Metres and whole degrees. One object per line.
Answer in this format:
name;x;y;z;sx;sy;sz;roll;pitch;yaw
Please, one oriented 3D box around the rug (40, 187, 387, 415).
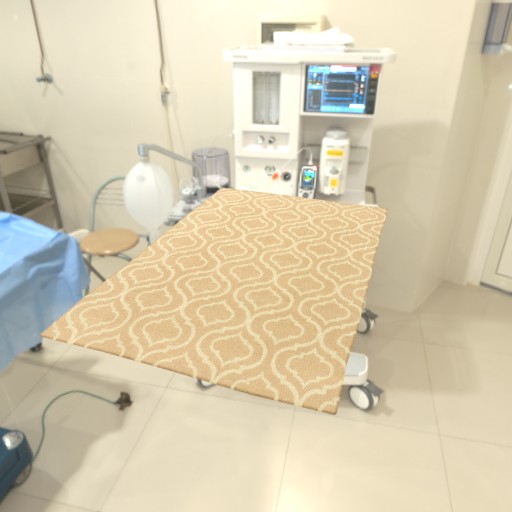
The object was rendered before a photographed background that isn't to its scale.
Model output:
rug;0.000;0.000;2.247;1.152;0.013;1.761;10;30;17
